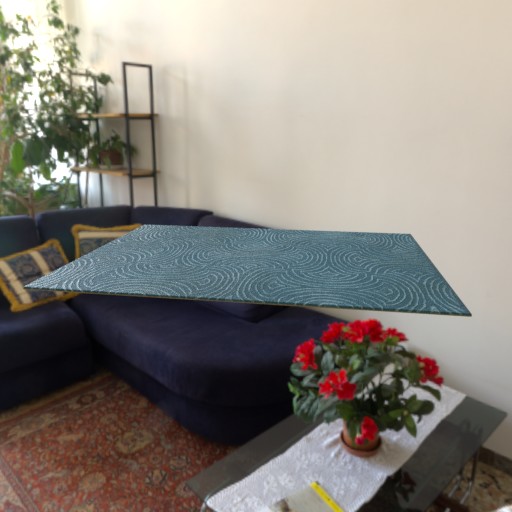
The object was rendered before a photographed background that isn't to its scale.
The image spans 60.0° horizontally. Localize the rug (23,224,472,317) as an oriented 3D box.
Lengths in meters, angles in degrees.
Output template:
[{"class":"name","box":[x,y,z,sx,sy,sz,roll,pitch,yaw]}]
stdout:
[{"class":"rug","box":[0.000,0.000,2.813,2.144,0.015,1.543,3,16,9]}]
